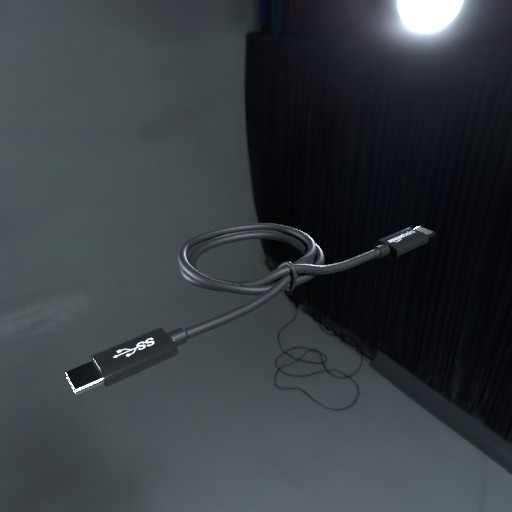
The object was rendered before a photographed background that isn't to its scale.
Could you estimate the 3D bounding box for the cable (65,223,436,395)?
[{"bbox_3d":[0.000,0.000,0.205,0.186,0.014,0.070,-20,34,-32],"label":"cable"}]
